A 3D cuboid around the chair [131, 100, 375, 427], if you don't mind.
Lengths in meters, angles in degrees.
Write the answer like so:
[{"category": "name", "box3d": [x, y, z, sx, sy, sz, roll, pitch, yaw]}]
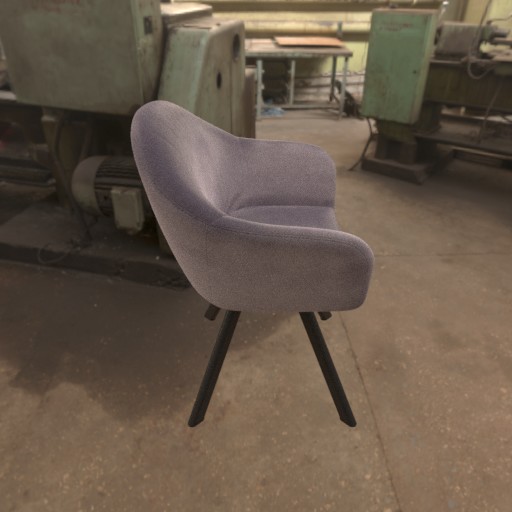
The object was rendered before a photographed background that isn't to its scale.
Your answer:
[{"category": "chair", "box3d": [0.000, 0.000, 1.179, 0.540, 0.780, 0.570, 0, 32, 0]}]
